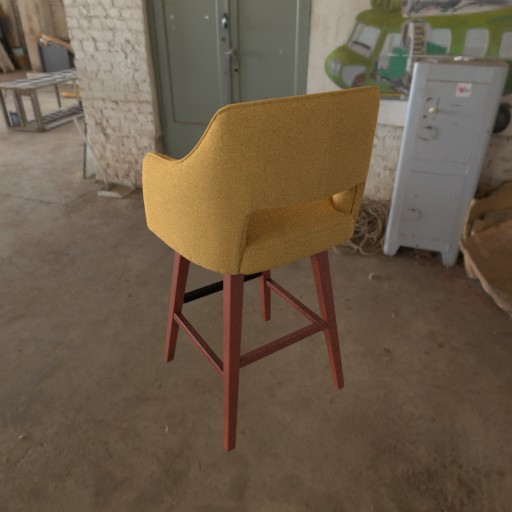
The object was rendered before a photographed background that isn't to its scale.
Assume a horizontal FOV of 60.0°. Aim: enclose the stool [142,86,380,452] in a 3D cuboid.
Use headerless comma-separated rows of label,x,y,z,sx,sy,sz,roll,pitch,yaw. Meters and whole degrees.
stool,0.000,0.000,1.336,0.548,1.012,0.558,-18,35,-28
